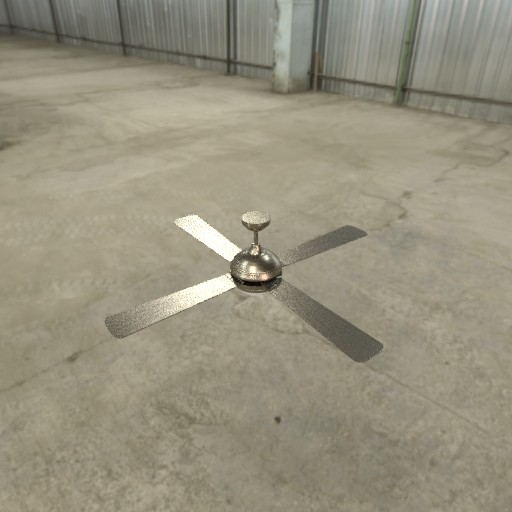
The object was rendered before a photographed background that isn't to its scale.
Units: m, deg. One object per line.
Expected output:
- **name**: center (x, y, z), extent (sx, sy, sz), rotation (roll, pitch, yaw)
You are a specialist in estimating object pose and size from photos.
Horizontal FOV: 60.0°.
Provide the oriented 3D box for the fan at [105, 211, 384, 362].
- **fan**: center (0.000, 0.000, 1.982), extent (1.321, 0.381, 1.321), rotation (-8, 32, -14)
